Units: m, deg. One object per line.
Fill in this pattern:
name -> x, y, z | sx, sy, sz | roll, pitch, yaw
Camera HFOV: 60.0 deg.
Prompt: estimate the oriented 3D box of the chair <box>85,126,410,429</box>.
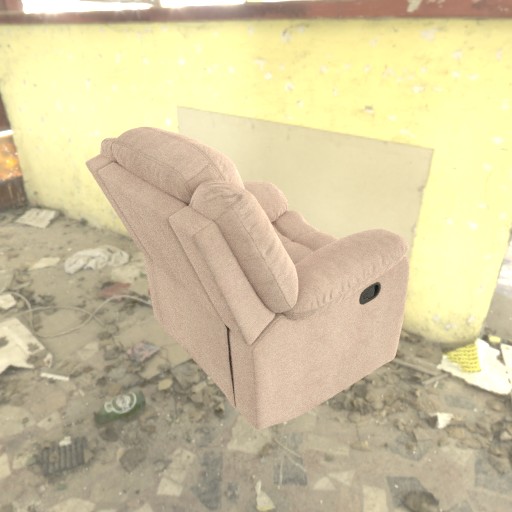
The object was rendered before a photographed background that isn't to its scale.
chair -> 0.000, 0.000, 1.712 | 0.944, 1.008, 0.899 | -18, 32, -32
